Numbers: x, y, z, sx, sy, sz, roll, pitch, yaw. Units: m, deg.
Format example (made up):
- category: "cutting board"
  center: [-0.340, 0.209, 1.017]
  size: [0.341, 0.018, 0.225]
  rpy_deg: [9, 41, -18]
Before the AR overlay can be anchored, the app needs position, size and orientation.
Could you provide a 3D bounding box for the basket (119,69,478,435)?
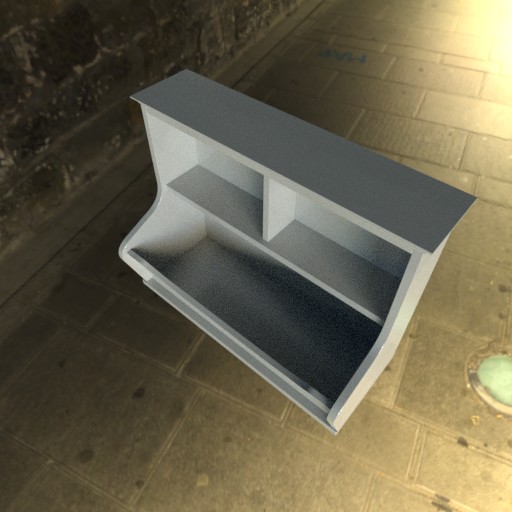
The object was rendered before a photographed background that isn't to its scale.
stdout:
- category: "basket"
  center: [0.000, 0.000, 1.124]
  size: [0.780, 0.600, 0.350]
  rpy_deg: [33, 56, 26]
